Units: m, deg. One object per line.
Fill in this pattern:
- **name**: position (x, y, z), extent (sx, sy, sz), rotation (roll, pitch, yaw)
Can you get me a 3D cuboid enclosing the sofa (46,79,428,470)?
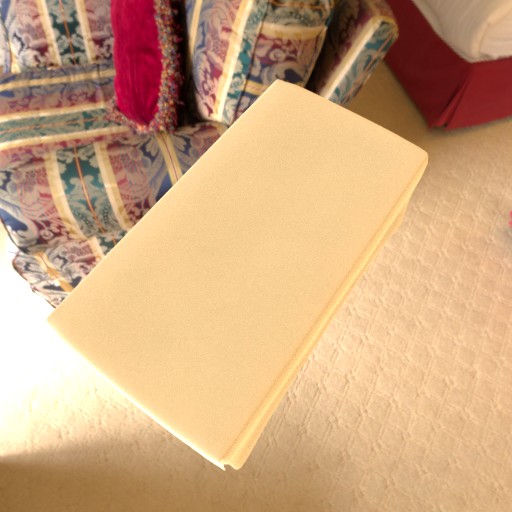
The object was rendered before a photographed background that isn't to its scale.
- **sofa**: position (0.000, 0.000, 2.105), extent (0.939, 0.552, 1.677), rotation (32, 68, 15)
